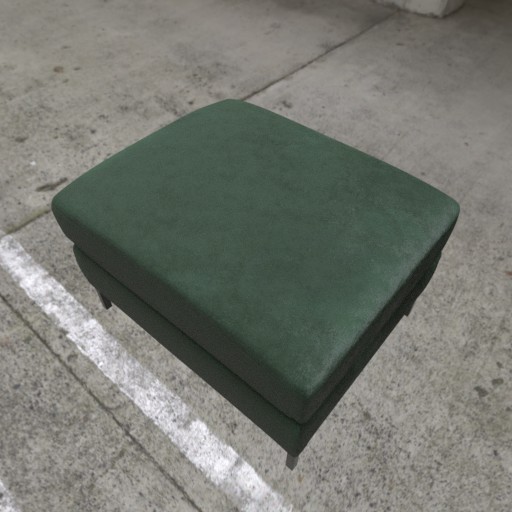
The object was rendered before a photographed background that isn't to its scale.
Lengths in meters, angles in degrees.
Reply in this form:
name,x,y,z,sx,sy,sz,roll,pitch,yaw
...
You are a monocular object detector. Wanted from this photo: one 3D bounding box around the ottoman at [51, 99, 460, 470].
name,x,y,z,sx,sy,sz,roll,pitch,yaw
ottoman,0.000,0.000,1.287,0.839,0.538,0.701,32,56,26
